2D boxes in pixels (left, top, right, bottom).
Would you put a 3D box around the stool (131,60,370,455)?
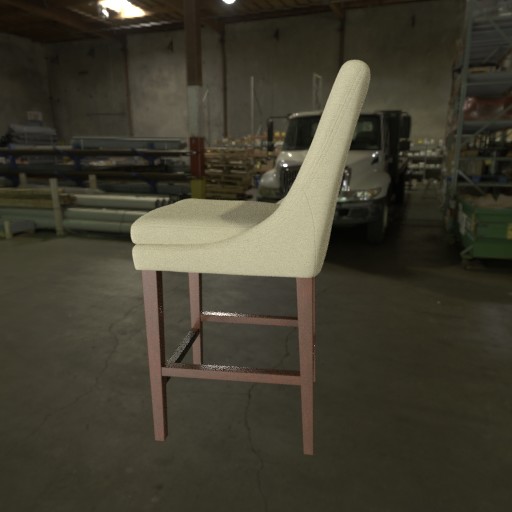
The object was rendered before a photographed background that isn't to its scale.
[{"bbox_3d":[0.000,0.000,1.289,0.577,0.981,0.470,2,14,8],"label":"stool"}]
